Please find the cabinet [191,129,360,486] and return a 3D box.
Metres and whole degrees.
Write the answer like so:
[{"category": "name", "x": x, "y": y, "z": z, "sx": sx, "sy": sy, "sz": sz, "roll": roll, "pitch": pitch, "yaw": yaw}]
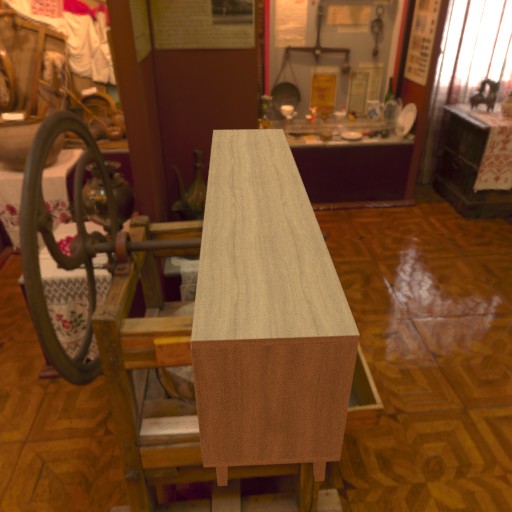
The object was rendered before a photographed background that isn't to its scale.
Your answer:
[{"category": "cabinet", "x": 0.000, "y": 0.000, "z": 2.434, "sx": 0.499, "sy": 0.779, "sz": 2.198, "roll": -2, "pitch": 31, "yaw": -3}]
